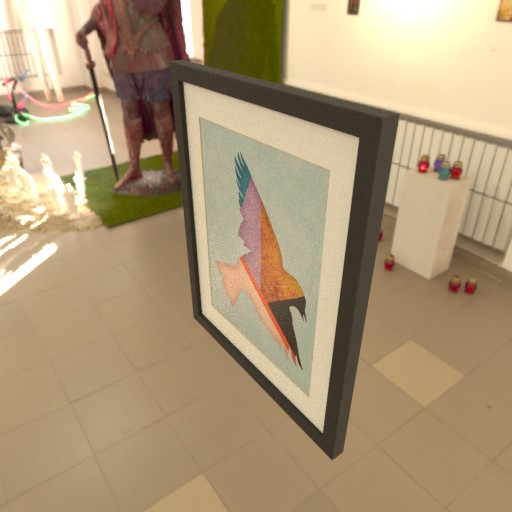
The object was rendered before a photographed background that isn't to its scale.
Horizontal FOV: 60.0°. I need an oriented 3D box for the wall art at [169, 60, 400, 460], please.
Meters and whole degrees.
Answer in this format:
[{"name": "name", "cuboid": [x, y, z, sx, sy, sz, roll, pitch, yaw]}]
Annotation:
[{"name": "wall art", "cuboid": [0.000, 0.000, 0.747, 0.028, 0.558, 0.457, -21, 38, -30]}]
